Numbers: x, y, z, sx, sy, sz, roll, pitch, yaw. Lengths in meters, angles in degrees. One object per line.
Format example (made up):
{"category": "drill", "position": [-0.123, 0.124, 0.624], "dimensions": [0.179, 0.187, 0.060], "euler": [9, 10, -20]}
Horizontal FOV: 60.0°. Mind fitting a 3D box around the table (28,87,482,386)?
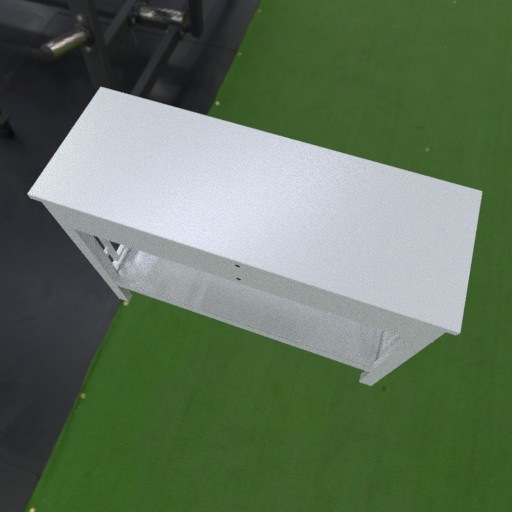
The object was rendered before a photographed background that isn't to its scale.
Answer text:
{"category": "table", "position": [0.000, 0.000, 1.446], "dimensions": [1.068, 0.753, 0.397], "euler": [18, 66, 8]}
